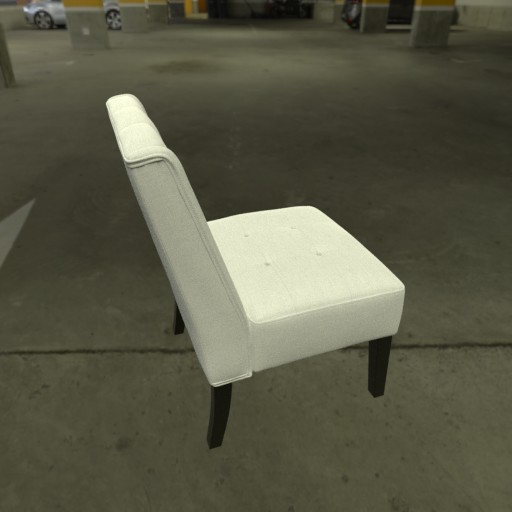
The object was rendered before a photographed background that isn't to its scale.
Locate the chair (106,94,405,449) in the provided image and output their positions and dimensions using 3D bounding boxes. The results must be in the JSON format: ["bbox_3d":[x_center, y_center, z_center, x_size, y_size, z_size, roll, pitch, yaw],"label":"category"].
[{"bbox_3d":[0.000,0.000,1.289,0.676,0.853,0.569,-10,32,-17],"label":"chair"}]
